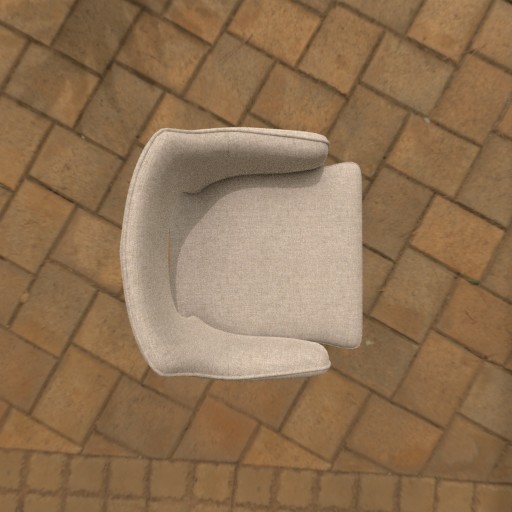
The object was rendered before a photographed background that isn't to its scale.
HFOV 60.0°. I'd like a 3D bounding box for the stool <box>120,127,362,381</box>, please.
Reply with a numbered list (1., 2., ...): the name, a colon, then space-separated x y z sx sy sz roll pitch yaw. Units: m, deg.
1. stool: 0.000 0.000 1.309 0.558 0.944 0.599 0 89 -2
